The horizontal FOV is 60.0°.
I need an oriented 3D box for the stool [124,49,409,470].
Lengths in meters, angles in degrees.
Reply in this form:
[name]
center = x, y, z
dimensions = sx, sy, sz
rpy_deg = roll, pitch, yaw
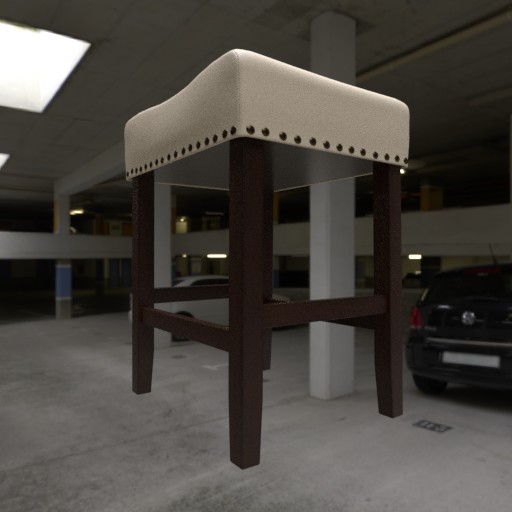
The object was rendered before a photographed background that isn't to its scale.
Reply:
[stool]
center = 0.000, 0.000, 0.921
dimensions = 0.401, 0.609, 0.471
rpy_deg = 0, 0, -36
